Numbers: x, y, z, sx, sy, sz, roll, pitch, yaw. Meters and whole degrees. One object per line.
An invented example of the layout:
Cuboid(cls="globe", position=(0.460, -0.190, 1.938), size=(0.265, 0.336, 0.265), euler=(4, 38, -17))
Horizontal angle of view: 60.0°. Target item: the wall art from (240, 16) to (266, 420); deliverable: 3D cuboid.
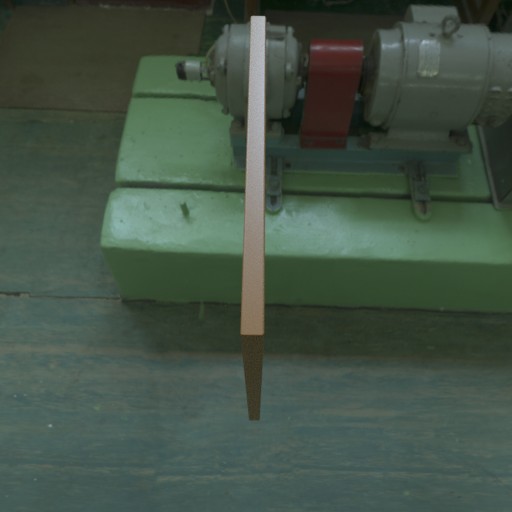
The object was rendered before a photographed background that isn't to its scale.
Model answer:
Cuboid(cls="wall art", position=(0.000, 0.000, 0.741), size=(0.021, 0.550, 0.449), euler=(1, 62, 0))
